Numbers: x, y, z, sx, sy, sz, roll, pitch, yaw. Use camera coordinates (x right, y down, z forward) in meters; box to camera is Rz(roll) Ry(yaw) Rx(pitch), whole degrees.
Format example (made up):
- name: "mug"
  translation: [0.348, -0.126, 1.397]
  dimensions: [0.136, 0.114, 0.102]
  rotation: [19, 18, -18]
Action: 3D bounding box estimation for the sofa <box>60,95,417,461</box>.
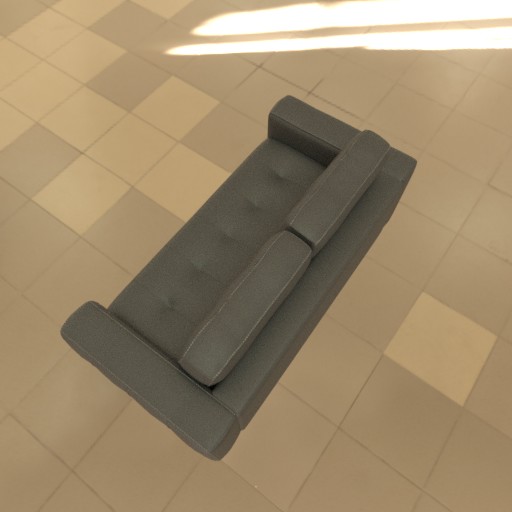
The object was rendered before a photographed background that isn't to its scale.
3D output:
- name: "sofa"
  translation: [0.000, 0.000, 2.200]
  dimensions: [0.833, 0.893, 1.726]
  rotation: [33, 67, 16]
